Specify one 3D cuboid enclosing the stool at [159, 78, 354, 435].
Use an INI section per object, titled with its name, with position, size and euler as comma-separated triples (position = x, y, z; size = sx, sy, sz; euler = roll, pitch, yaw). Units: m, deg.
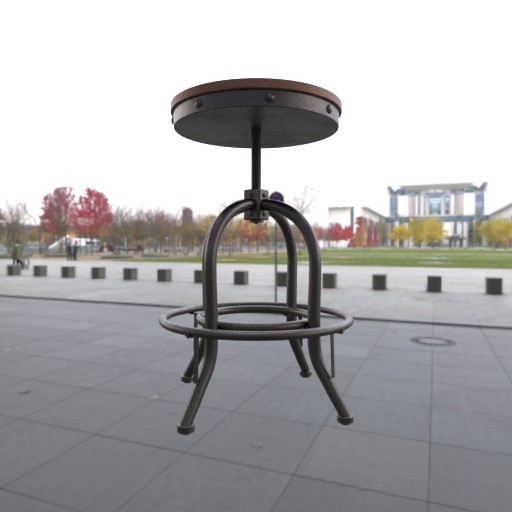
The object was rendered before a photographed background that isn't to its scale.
[stool]
position = 0.000, 0.000, 0.926
size = 0.439, 0.609, 0.439
euler = 1, 2, 37
